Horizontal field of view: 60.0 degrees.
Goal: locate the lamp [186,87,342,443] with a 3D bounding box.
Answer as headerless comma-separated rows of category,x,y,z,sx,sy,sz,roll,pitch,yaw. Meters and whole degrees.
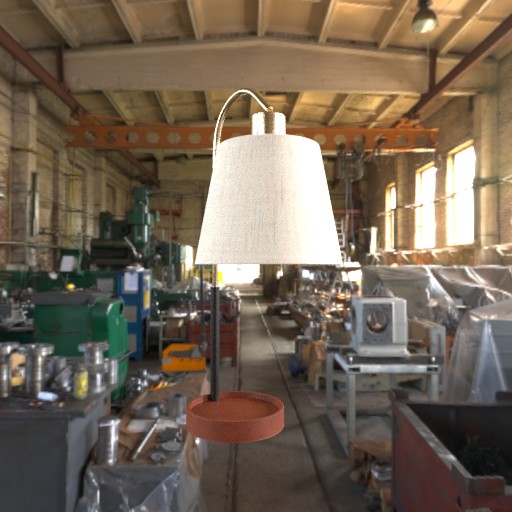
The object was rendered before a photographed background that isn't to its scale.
lamp,0.000,0.000,0.668,0.211,0.536,0.273,1,-1,-35
